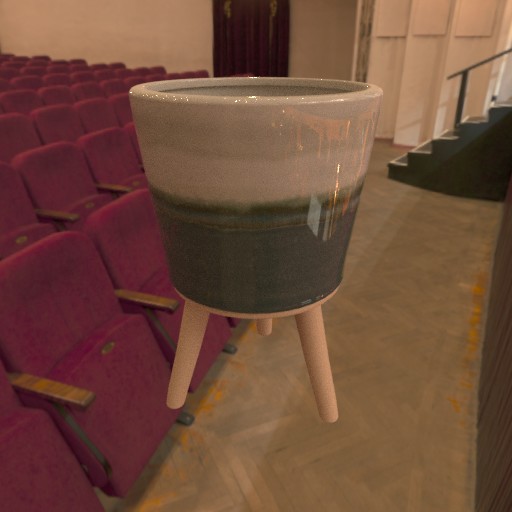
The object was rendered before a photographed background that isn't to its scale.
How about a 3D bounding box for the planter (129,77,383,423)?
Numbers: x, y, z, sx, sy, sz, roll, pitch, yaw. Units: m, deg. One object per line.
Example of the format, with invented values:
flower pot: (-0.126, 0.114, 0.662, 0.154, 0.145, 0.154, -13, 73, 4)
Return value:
planter: (0.000, 0.000, 0.458, 0.217, 0.331, 0.217, 9, 27, 18)
